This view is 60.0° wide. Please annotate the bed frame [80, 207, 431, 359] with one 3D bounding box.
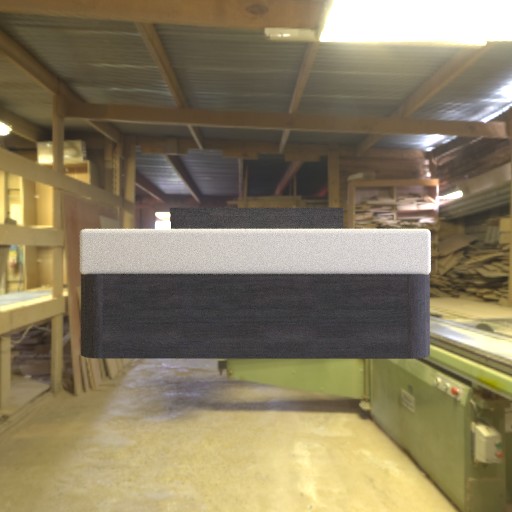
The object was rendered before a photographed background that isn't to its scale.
[{"bbox_3d":[0.000,0.000,2.639,1.400,0.800,1.900,0,-1,0],"label":"bed frame"}]
